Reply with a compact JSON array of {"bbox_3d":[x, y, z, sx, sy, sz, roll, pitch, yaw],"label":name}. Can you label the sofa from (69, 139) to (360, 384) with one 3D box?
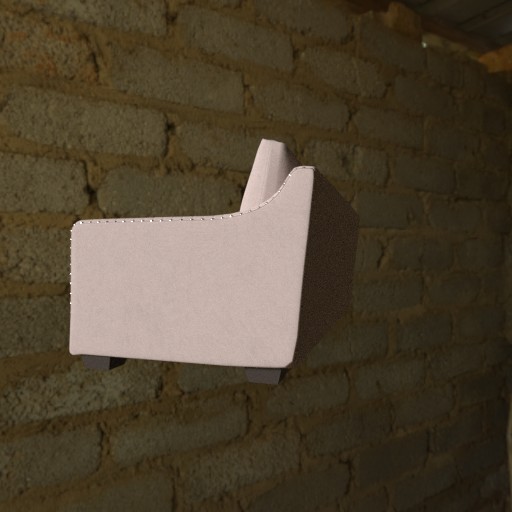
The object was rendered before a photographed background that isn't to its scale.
[{"bbox_3d":[0.000,0.000,2.565,1.030,0.901,1.967,0,0,17],"label":"sofa"}]
